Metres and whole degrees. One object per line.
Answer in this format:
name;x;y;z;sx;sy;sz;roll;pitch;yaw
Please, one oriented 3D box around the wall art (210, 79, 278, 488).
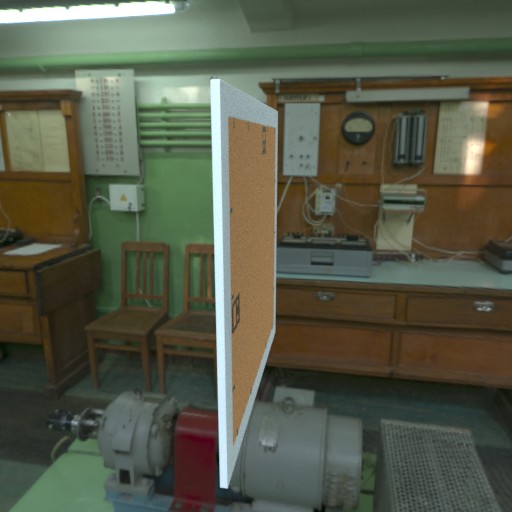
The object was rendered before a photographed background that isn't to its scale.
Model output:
wall art;0.000;0.000;0.881;0.013;0.584;0.584;2;15;9
